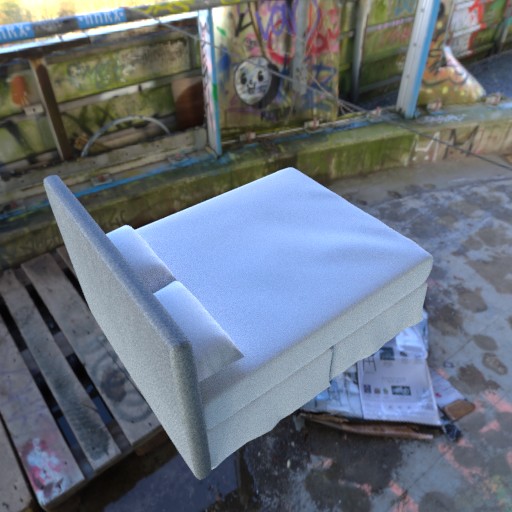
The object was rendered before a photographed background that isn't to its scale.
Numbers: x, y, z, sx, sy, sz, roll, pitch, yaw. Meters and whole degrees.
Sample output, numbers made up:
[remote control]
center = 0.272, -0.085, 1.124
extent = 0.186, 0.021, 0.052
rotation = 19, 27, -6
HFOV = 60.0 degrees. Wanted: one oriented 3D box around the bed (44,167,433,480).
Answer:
[bed]
center = 0.000, 0.000, 3.154
extent = 2.142, 1.330, 1.723
rotation = -27, 48, -27
